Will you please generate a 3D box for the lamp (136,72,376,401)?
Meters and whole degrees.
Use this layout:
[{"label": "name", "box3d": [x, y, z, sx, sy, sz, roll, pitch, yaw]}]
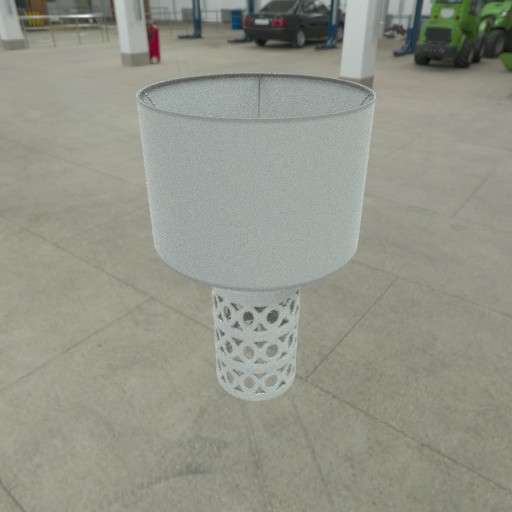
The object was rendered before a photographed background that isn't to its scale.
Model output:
[{"label": "lamp", "box3d": [0.000, 0.000, 0.707, 0.310, 0.502, 0.310, 0, 31, 0]}]
